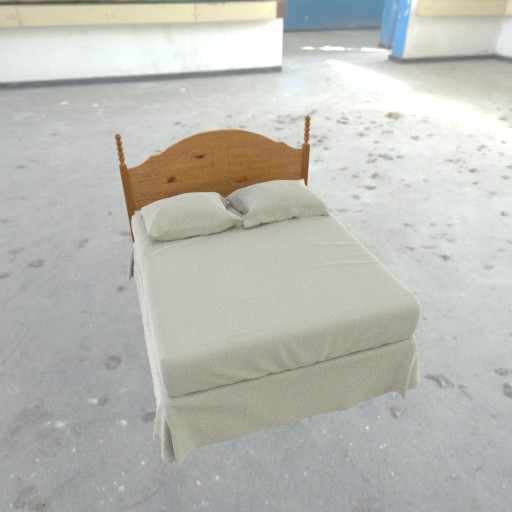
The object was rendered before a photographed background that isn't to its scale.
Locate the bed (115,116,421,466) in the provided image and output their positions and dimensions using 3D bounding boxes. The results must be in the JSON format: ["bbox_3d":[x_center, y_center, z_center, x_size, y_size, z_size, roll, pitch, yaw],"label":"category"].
[{"bbox_3d":[0.000,0.000,3.211,1.873,1.356,2.040,-10,34,-15],"label":"bed"}]
